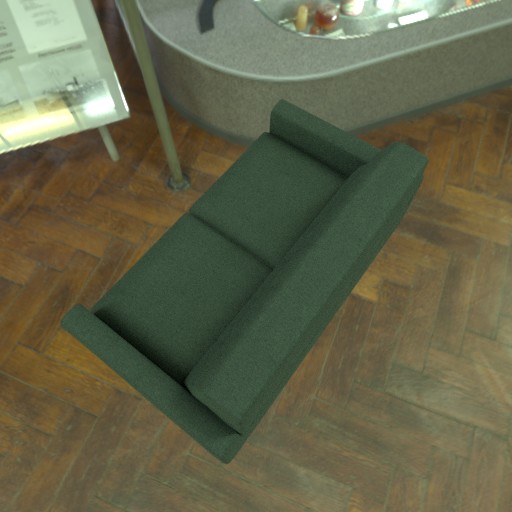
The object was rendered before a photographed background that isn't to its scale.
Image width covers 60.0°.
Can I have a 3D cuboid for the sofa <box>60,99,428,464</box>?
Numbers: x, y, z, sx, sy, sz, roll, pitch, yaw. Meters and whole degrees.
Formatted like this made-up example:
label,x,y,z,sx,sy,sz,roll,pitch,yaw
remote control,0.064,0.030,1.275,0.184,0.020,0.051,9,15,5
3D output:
label,x,y,z,sx,sy,sz,roll,pitch,yaw
sofa,0.000,0.000,2.167,0.909,0.841,1.631,34,67,16
